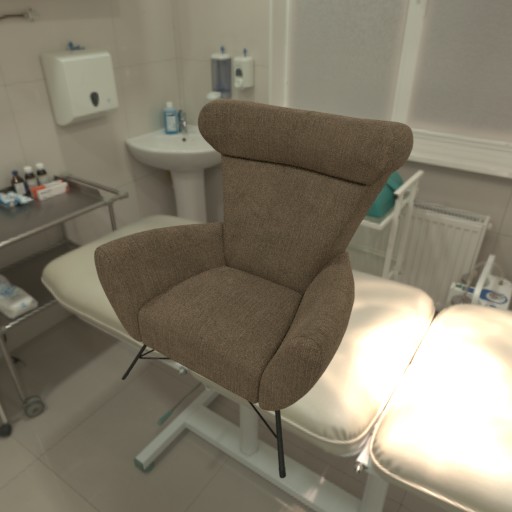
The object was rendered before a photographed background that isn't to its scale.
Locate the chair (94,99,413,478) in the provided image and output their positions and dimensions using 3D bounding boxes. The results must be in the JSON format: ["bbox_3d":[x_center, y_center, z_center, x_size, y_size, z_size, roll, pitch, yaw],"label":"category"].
[{"bbox_3d":[0.000,0.000,1.755,0.980,1.040,0.900,19,36,29],"label":"chair"}]
